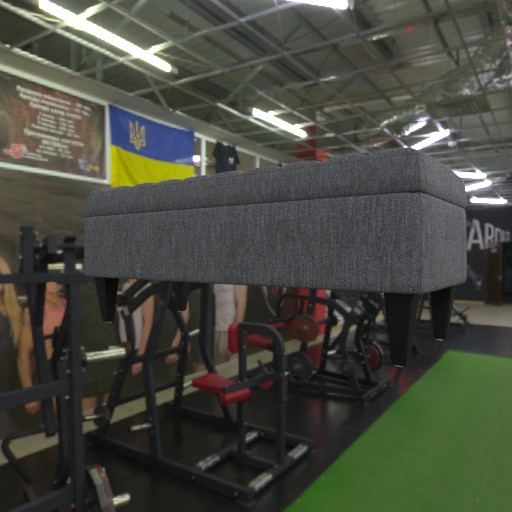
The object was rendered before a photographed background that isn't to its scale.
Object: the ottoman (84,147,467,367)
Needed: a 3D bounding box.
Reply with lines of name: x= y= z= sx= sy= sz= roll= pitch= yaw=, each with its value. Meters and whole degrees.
ottoman: x=0.000 y=0.000 z=1.402 sx=1.151 sy=0.469 sz=0.482 roll=0 pitch=1 yaw=36
